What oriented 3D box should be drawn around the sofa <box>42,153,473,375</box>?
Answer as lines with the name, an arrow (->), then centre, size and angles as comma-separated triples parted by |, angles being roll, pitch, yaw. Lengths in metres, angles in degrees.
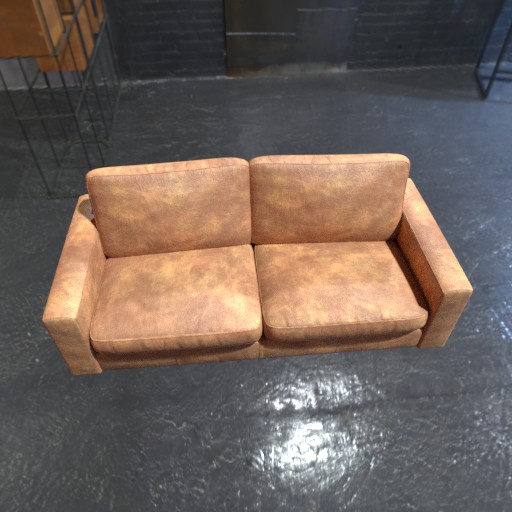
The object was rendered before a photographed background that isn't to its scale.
sofa -> 0.000, 0.000, 2.618 | 2.179, 0.873, 1.016 | -4, 46, -4
